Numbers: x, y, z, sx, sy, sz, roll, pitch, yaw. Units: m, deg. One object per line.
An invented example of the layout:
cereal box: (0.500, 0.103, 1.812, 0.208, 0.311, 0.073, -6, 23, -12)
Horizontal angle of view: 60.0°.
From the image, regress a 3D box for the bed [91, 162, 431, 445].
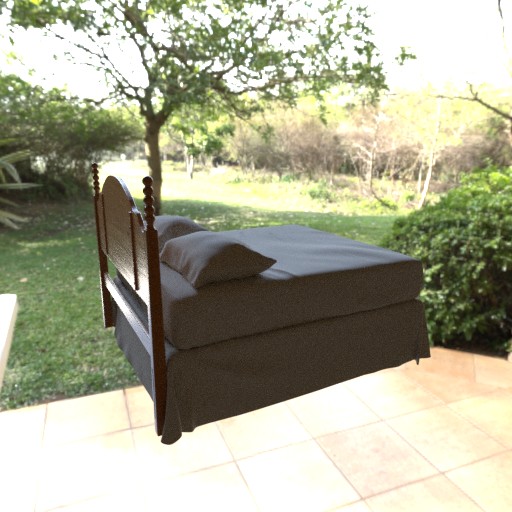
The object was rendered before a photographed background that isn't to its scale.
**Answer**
bed: (0.000, 0.000, 3.333, 2.040, 1.356, 1.873, -7, 16, -27)
